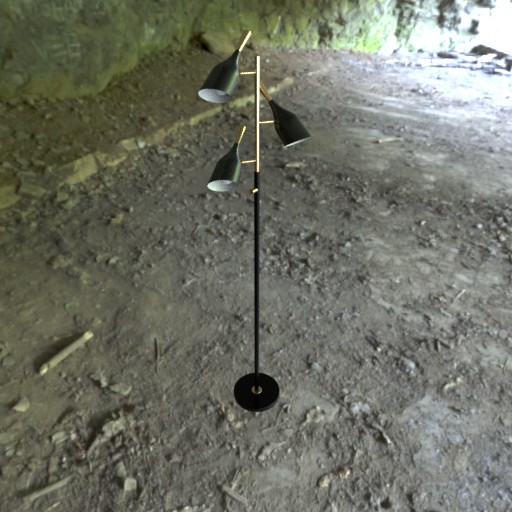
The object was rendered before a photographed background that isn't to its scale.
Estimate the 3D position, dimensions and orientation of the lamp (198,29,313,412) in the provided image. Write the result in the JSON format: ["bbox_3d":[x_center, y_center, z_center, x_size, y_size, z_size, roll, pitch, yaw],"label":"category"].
[{"bbox_3d":[0.000,0.000,1.957,0.434,1.778,0.253,-10,34,-16],"label":"lamp"}]
